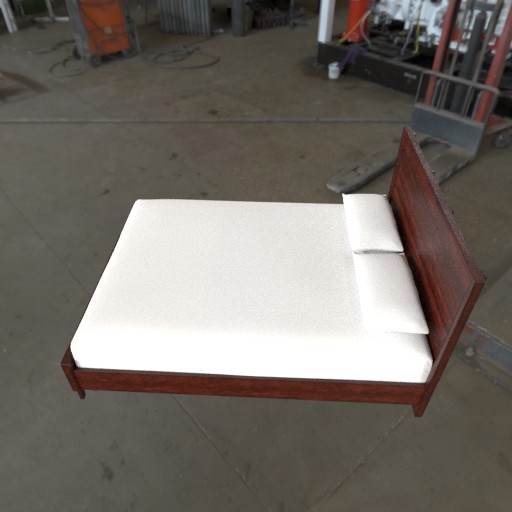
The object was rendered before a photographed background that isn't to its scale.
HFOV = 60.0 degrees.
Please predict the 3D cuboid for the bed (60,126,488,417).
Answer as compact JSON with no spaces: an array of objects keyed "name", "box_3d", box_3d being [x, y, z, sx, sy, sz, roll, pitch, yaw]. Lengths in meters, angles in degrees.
[{"name":"bed","box_3d":[0.000,0.000,3.832,2.803,1.492,2.040,2,41,2]}]
